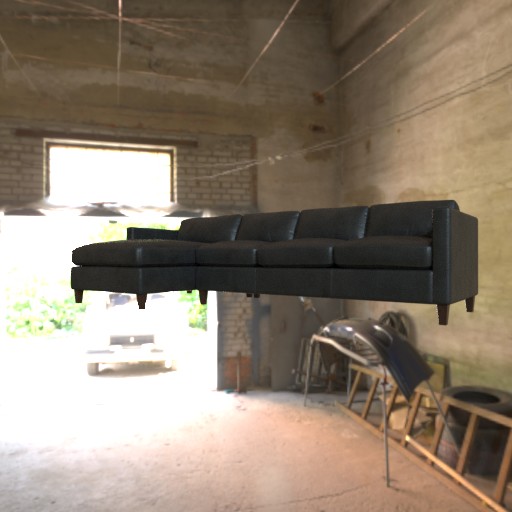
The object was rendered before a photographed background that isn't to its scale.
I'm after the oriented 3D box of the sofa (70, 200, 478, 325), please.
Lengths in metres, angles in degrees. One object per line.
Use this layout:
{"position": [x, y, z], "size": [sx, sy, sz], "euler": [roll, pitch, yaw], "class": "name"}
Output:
{"position": [0.000, 0.000, 3.811], "size": [3.203, 0.883, 1.581], "euler": [0, 0, 36], "class": "sofa"}
